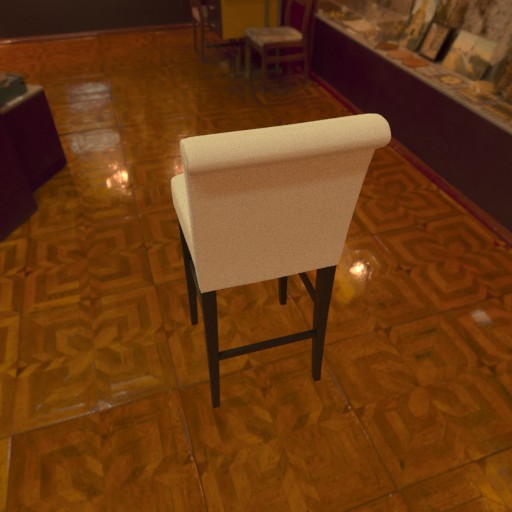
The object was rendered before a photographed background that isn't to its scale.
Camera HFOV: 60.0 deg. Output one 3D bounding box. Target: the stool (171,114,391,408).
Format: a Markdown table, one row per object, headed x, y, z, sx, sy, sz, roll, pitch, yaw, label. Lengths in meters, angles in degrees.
| x | y | z | sx | sy | sz | roll | pitch | yaw | label |
| --- | --- | --- | --- | --- | --- | --- | --- | --- | --- |
| 0.000 | 0.000 | 1.469 | 0.452 | 1.124 | 0.597 | -11 | 43 | -12 | stool |
